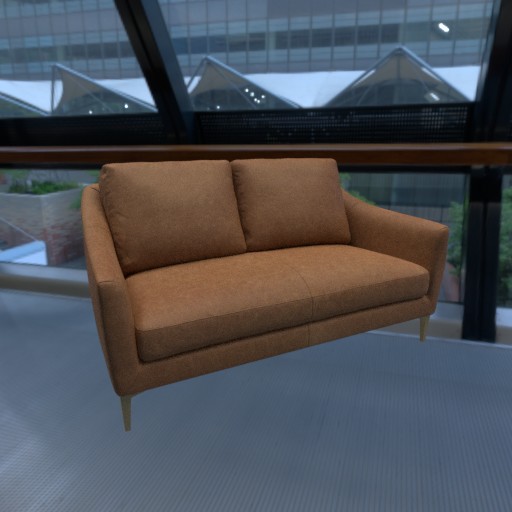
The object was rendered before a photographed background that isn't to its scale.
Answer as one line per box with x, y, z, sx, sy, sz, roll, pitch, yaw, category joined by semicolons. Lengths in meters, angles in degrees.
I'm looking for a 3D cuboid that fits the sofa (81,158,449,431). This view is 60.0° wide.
0.000;0.000;2.179;1.619;0.902;0.960;-8;18;-27;sofa
